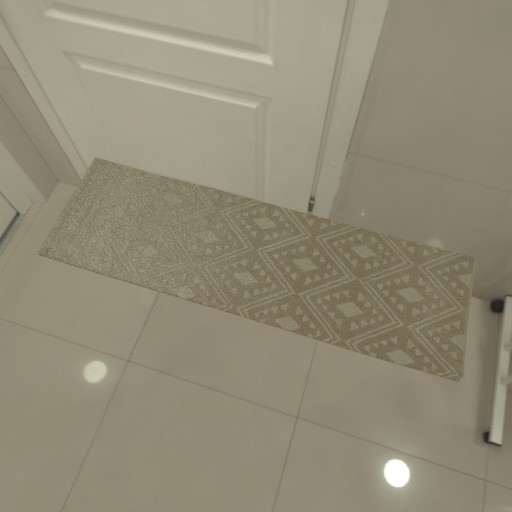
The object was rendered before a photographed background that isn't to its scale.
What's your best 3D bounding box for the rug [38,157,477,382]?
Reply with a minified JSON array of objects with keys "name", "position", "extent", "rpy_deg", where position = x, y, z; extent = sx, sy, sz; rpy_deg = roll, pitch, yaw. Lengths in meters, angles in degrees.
[{"name":"rug","position":[0.000,0.000,2.591],"extent":[2.452,0.051,0.752],"rpy_deg":[16,65,8]}]
